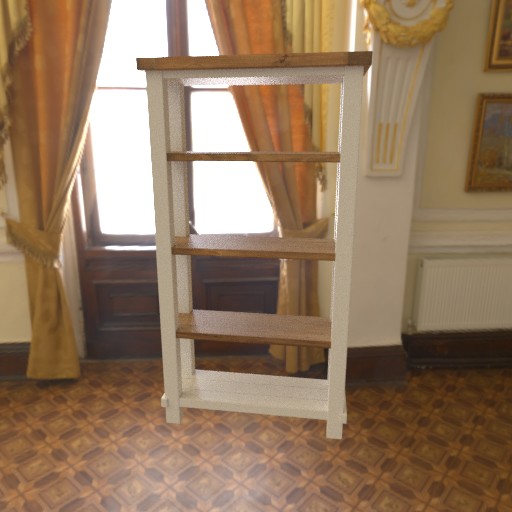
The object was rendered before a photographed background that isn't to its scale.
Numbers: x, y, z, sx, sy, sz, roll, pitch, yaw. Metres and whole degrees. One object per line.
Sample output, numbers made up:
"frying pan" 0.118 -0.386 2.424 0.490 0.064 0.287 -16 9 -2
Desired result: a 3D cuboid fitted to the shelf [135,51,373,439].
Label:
"shelf" 0.000 0.000 2.310 1.022 1.878 0.381 2 15 8
